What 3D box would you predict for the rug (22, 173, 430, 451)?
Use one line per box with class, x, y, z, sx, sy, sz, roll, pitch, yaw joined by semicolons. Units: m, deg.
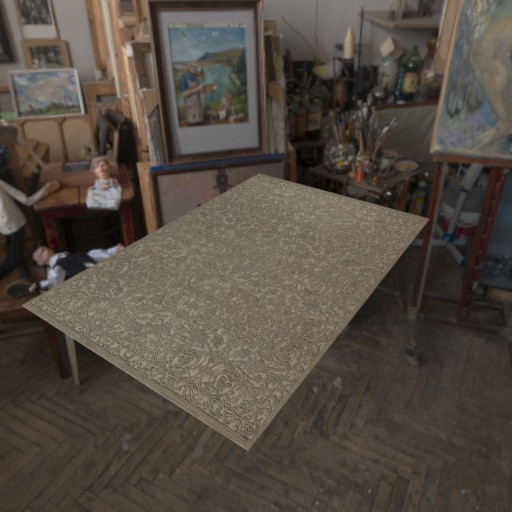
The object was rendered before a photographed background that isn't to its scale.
rug;0.000;0.000;2.277;1.221;0.006;1.827;21;38;29
